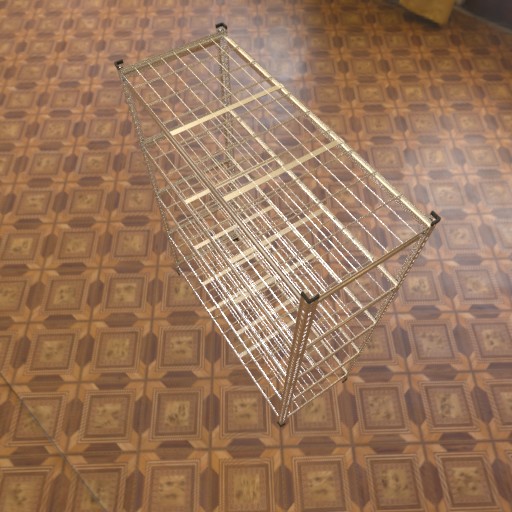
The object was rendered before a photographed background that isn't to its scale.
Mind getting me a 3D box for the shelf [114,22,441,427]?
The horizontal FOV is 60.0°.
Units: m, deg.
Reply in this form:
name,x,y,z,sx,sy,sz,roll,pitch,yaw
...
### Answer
name,x,y,z,sx,sy,sz,roll,pitch,yaw
shelf,0.000,0.000,2.695,0.610,1.981,1.524,-30,62,-17
